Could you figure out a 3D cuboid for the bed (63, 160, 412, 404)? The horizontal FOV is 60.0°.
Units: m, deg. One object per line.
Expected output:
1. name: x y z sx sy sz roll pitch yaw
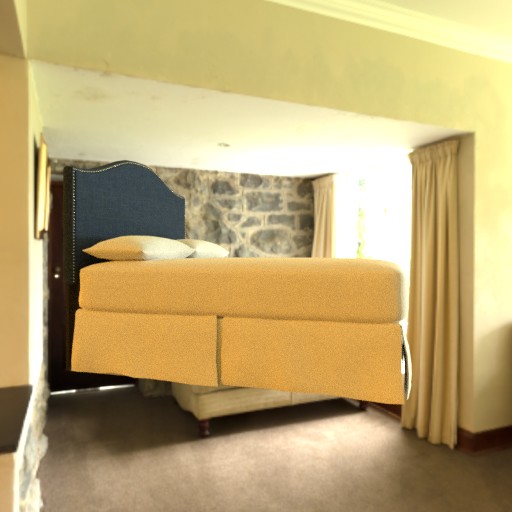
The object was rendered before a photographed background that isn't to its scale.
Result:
1. bed: 0.000 0.000 3.299 2.153 1.518 1.713 0 0 17
